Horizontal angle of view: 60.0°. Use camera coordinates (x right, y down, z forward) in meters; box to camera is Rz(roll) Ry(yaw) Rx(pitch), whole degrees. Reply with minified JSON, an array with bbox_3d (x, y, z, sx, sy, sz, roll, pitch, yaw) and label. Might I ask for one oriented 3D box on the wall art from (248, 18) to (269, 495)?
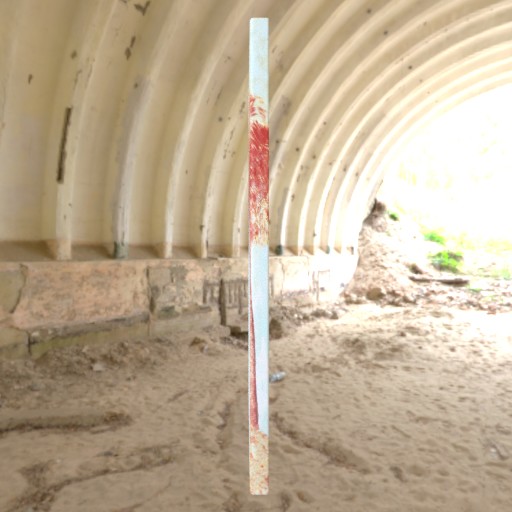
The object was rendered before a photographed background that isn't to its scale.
[{"bbox_3d":[0.000,0.000,1.149,0.037,0.915,0.605,0,1,-1],"label":"wall art"}]
